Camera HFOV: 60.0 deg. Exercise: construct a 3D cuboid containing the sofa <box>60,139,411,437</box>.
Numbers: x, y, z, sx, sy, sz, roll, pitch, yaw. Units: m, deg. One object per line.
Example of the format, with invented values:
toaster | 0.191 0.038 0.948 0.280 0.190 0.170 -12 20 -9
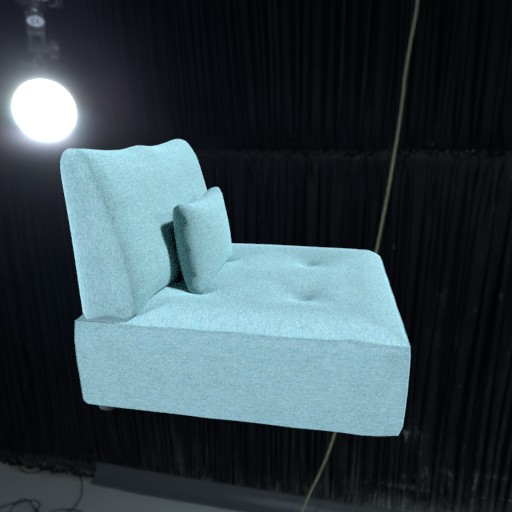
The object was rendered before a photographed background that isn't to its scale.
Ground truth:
sofa | 0.000 0.000 1.663 1.000 0.820 0.930 3 17 9
